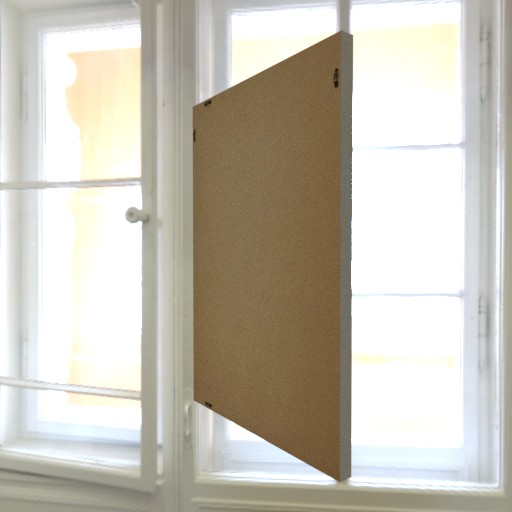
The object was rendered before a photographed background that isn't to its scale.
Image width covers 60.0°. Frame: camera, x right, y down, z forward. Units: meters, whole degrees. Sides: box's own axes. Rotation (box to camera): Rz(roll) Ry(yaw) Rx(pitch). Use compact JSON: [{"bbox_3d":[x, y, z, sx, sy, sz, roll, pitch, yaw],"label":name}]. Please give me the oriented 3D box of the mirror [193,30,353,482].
[{"bbox_3d":[0.000,0.000,1.148,0.040,0.915,0.609,-1,1,-37],"label":"mirror"}]
